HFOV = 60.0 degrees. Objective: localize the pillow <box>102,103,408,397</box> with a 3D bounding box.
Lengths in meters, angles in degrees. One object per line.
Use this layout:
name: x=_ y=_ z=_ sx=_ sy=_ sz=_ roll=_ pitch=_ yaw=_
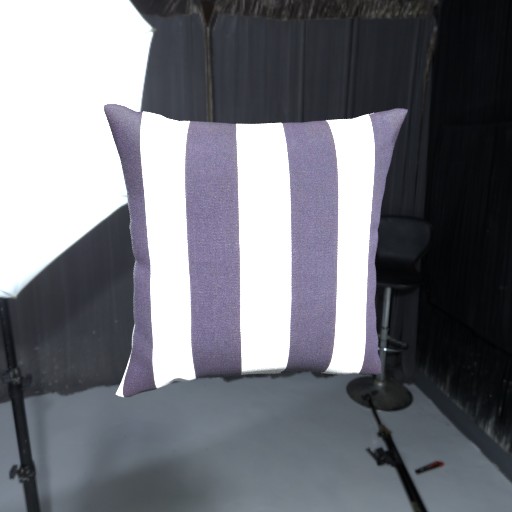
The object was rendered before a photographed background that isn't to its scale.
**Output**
pillow: x=0.000 y=0.000 z=0.816 sx=0.536 sy=0.526 sz=0.189 roll=-2 pitch=14 yaw=-8
